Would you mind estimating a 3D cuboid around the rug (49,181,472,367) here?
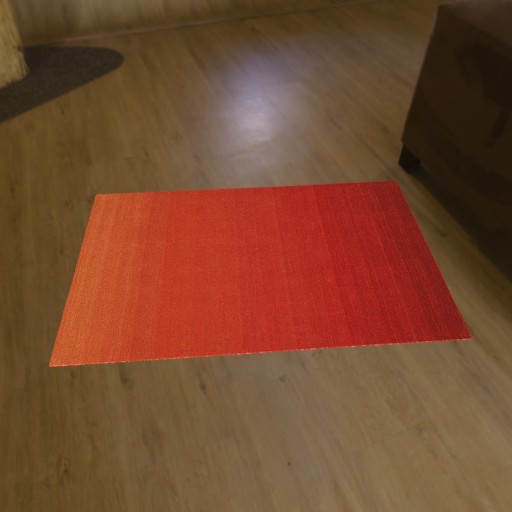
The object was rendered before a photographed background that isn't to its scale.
[{"bbox_3d":[0.000,0.000,3.065,2.442,0.010,1.531,-3,47,-3],"label":"rug"}]
